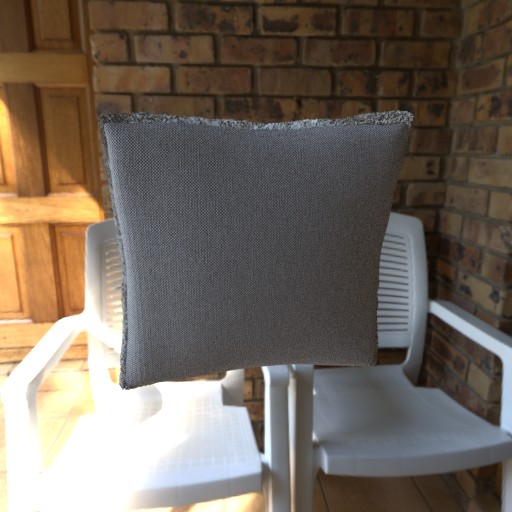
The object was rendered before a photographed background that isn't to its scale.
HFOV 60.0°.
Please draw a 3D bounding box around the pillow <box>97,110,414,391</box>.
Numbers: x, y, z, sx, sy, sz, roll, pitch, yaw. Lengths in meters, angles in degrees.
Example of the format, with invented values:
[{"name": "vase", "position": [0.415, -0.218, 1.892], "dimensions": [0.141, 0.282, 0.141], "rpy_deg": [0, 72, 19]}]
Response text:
[{"name": "pillow", "position": [0.000, 0.000, 0.822], "dimensions": [0.529, 0.515, 0.218], "rpy_deg": [-3, 14, -11]}]
